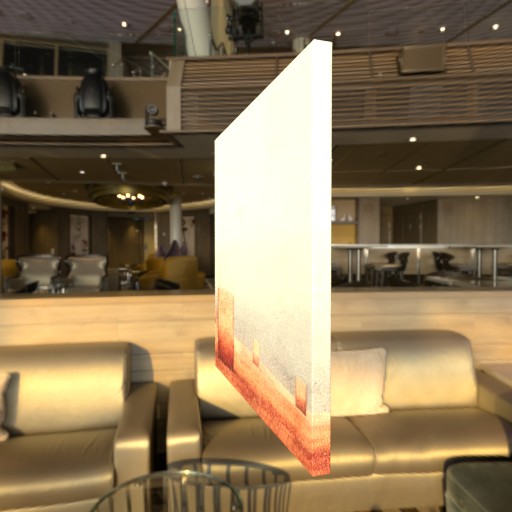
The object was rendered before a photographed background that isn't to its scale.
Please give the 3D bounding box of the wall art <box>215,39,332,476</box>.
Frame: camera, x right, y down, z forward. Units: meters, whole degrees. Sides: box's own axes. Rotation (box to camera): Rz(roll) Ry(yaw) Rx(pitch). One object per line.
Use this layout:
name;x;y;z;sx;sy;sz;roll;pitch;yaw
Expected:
wall art;0.000;0.000;0.905;0.034;0.605;0.605;0;1;-18
